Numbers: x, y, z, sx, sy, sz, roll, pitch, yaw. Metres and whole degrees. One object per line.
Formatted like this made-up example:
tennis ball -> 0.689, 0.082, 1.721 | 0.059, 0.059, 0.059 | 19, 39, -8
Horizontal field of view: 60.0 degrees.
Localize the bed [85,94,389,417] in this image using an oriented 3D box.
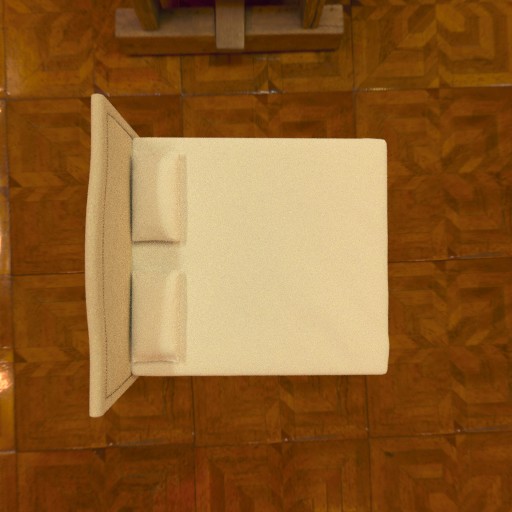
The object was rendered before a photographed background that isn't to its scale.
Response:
bed -> 0.000, 0.000, 3.472 | 2.182, 1.421, 2.083 | 0, 89, -1
